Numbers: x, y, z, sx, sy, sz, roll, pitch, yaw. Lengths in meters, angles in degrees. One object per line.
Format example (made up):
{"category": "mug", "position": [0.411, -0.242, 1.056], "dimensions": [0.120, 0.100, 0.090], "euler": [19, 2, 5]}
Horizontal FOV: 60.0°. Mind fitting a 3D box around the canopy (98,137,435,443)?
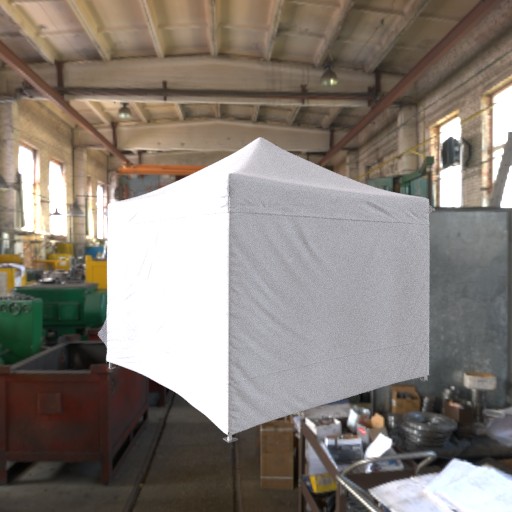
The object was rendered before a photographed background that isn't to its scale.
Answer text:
{"category": "canopy", "position": [0.000, 0.000, 5.652], "dimensions": [3.043, 2.997, 3.121], "euler": [0, 1, -37]}
